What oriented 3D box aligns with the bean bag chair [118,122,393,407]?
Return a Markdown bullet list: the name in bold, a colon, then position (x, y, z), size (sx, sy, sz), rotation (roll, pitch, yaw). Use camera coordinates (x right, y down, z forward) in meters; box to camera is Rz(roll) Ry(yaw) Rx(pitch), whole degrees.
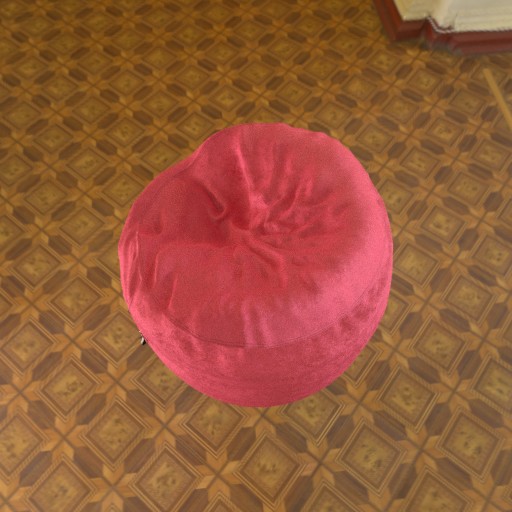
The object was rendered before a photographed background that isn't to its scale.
- **bean bag chair**: position (0.000, 0.000, 2.005), size (1.218, 0.788, 1.218), rotation (0, 62, 0)
